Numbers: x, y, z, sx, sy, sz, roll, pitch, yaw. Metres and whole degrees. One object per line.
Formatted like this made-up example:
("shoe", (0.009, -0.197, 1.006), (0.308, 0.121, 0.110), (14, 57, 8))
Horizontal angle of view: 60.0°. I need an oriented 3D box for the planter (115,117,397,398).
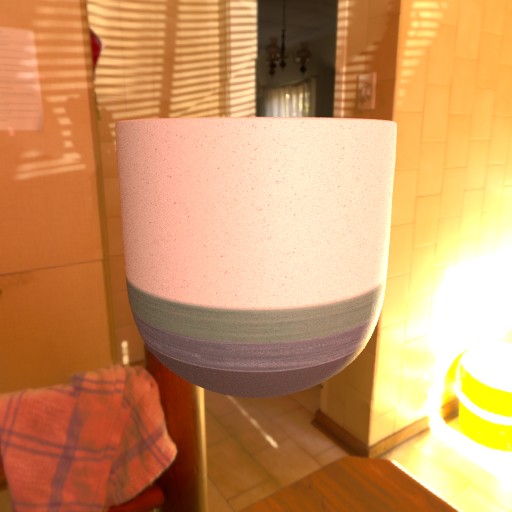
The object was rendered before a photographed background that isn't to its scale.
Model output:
("planter", (0.000, 0.000, 0.471), (0.268, 0.270, 0.268), (0, 15, 0))
